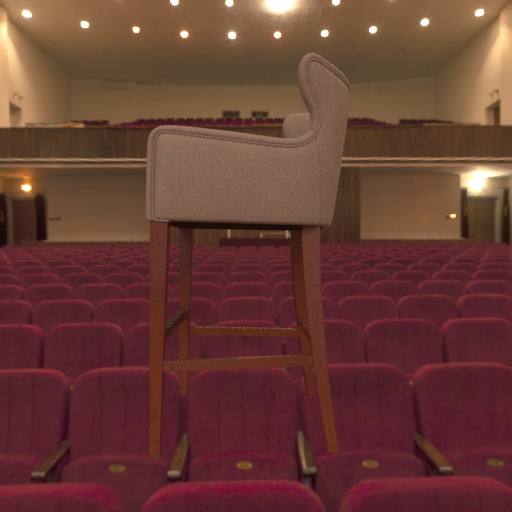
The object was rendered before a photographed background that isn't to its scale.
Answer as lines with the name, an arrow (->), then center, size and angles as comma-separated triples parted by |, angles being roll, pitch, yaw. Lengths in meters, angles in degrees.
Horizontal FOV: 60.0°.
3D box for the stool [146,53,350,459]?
stool -> 0.000, 0.000, 1.407 | 0.575, 1.047, 0.575 | 0, 1, -1
